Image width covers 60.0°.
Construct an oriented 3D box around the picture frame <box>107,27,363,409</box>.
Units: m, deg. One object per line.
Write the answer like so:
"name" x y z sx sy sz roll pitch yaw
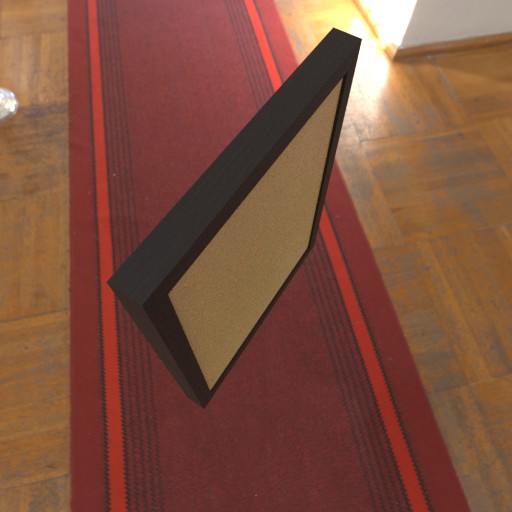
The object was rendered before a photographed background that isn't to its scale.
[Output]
"picture frame" 0.000 0.000 0.748 0.044 0.555 0.452 30 66 15
